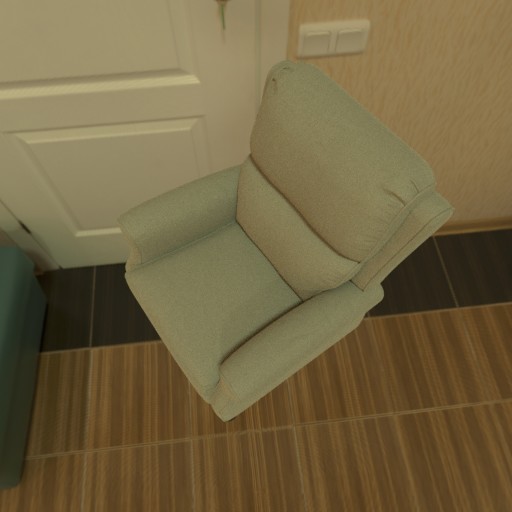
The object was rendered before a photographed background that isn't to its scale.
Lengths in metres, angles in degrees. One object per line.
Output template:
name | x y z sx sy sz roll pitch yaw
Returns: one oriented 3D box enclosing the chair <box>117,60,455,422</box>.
chair | 0.000 0.000 1.707 0.919 1.046 0.859 -32 67 -16
